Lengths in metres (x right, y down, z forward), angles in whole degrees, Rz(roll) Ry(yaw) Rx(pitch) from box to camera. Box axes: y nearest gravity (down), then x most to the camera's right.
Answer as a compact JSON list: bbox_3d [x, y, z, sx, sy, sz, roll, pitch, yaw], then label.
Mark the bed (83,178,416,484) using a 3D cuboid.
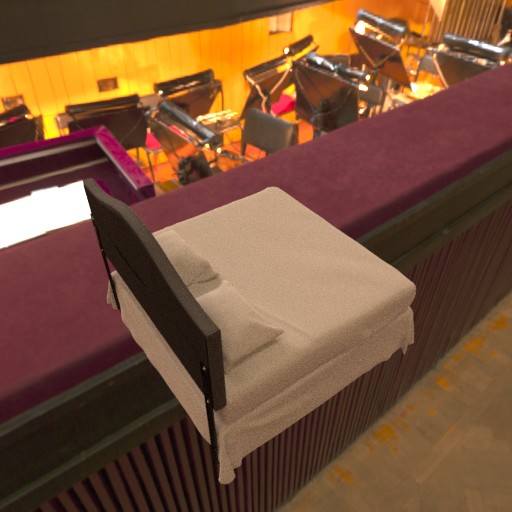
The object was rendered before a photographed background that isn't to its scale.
[{"bbox_3d":[0.000,0.000,3.827,2.219,1.651,2.314,-25,46,-26],"label":"bed"}]
